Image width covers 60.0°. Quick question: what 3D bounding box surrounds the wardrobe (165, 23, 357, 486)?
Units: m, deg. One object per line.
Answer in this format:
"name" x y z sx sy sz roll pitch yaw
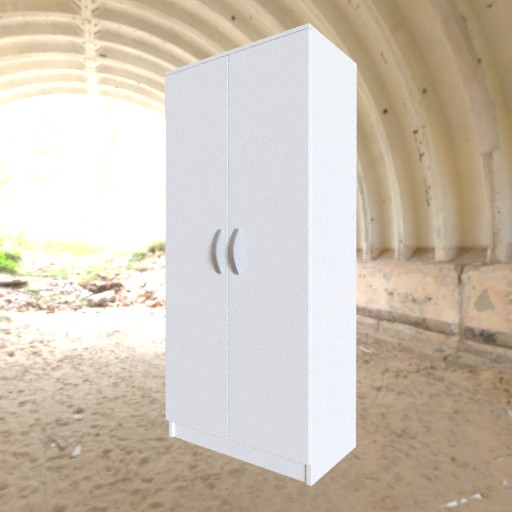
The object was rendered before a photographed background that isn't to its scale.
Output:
"wardrobe" 0.000 0.000 2.000 0.760 1.700 0.470 0 1 36
